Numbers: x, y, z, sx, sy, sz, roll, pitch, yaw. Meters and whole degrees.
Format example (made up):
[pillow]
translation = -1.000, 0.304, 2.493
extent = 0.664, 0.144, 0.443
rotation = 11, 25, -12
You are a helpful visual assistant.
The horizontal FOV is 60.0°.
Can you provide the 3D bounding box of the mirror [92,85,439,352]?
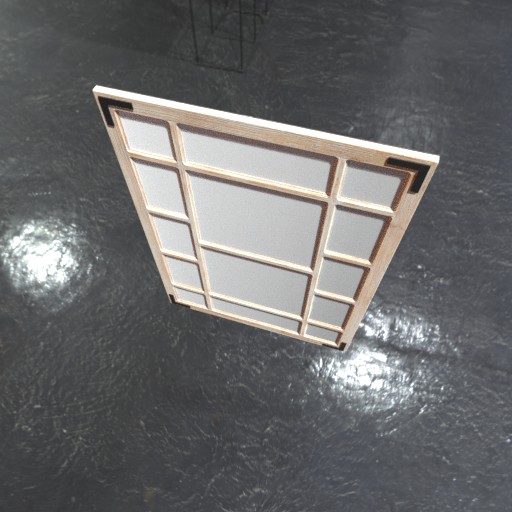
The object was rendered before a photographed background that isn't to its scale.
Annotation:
[mirror]
translation = 0.000, 0.000, 1.291
extent = 0.705, 0.996, 0.025
rotation = 14, 59, 9
